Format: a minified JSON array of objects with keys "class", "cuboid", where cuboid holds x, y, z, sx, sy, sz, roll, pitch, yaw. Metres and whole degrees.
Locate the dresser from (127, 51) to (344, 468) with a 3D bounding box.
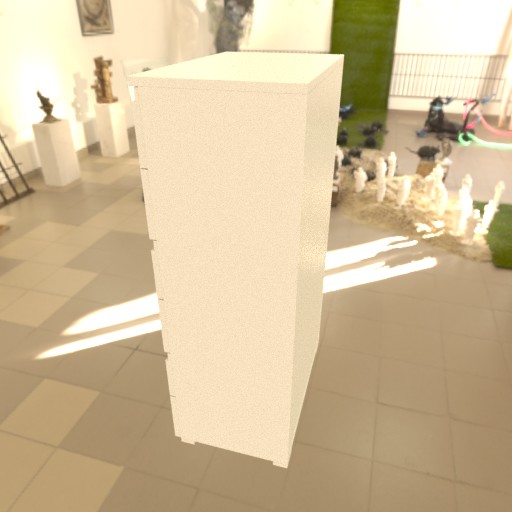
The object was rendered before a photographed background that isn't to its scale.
[{"class":"dresser","cuboid":[0.000,0.000,1.485,0.400,1.190,0.650,8,30,14]}]
